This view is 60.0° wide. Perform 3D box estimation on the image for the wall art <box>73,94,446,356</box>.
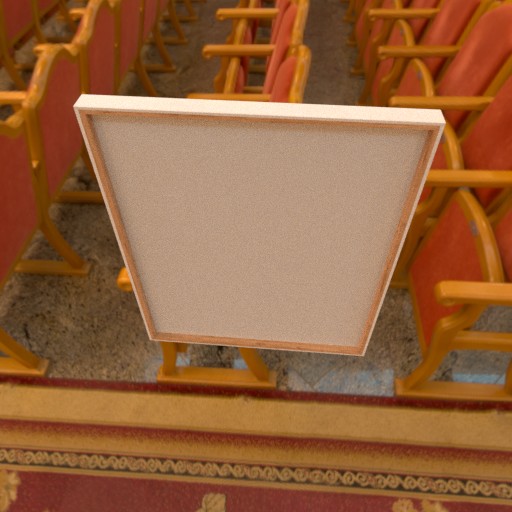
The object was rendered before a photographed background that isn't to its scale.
[{"bbox_3d":[0.000,0.000,0.836,0.508,0.606,0.037,4,48,3],"label":"wall art"}]
